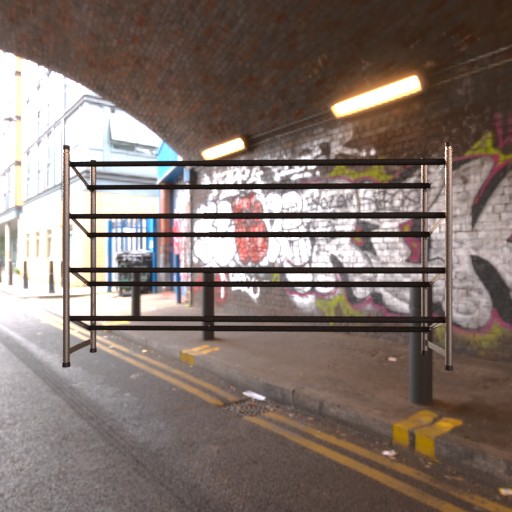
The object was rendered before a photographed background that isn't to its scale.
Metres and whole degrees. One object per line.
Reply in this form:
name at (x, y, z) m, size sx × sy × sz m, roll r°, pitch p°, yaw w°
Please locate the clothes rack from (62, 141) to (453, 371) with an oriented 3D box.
clothes rack at (0.000, 0.000, 1.428) m, size 1.168 × 0.672 × 0.229 m, roll 0°, pitch 0°, yaw 2°
